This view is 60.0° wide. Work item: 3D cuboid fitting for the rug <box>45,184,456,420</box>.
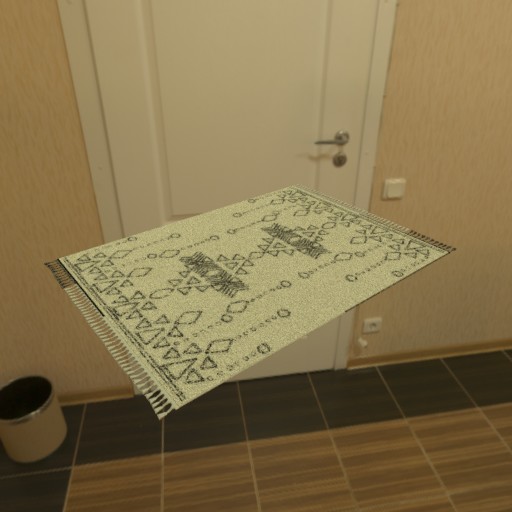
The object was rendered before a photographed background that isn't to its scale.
[{"bbox_3d":[0.000,0.000,3.010,2.312,0.013,1.600,-22,37,-33],"label":"rug"}]
